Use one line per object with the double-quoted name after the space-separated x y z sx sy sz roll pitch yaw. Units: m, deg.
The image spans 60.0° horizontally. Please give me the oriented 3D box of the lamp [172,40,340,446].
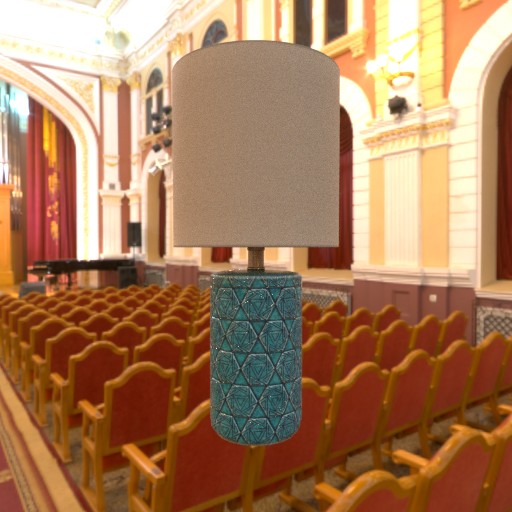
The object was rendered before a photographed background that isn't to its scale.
0.000 0.000 0.751 0.278 0.597 0.278 -1 1 -35 "lamp"
